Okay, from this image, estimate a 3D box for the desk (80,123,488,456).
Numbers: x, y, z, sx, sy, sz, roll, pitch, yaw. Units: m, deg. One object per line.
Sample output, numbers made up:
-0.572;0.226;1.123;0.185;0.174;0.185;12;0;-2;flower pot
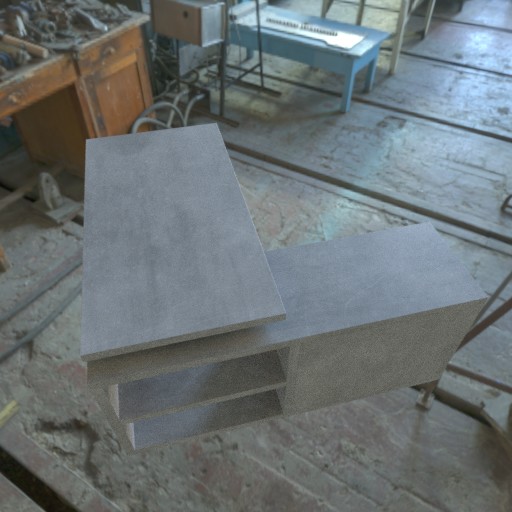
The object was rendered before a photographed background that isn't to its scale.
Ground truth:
0.000;0.000;2.263;1.500;0.740;1.400;-10;47;-10;desk
